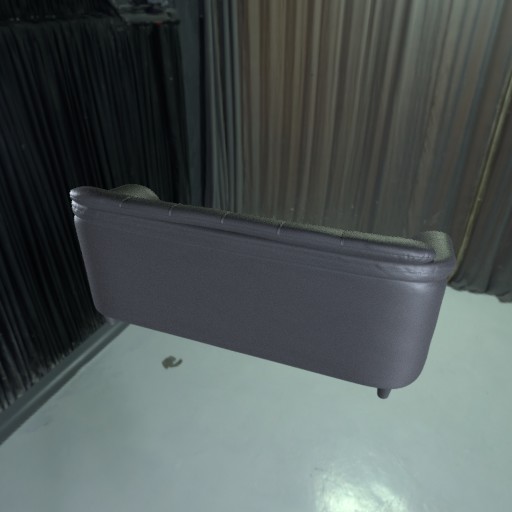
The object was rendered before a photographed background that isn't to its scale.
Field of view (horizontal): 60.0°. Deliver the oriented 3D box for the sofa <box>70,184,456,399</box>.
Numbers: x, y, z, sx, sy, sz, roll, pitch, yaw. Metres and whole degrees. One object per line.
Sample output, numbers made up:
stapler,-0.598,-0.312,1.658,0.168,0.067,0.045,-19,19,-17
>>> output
sofa,0.000,0.000,2.274,1.829,0.811,0.800,11,33,17
